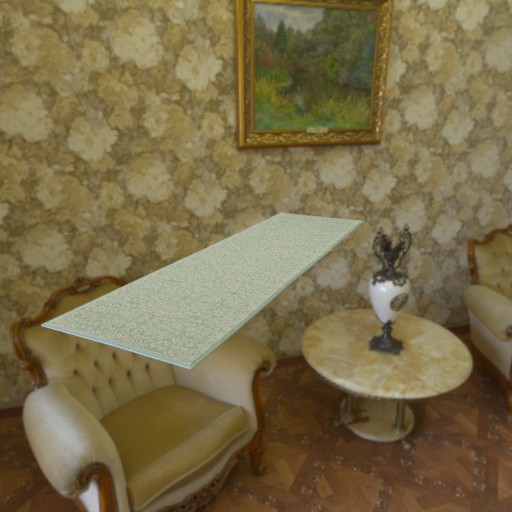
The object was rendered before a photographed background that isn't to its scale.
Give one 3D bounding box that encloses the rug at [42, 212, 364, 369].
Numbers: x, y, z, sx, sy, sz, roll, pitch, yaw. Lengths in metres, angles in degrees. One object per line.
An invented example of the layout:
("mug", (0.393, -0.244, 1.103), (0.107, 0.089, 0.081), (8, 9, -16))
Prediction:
("rug", (0.000, 0.000, 2.412), (0.662, 0.011, 2.196), (9, 19, 25))
